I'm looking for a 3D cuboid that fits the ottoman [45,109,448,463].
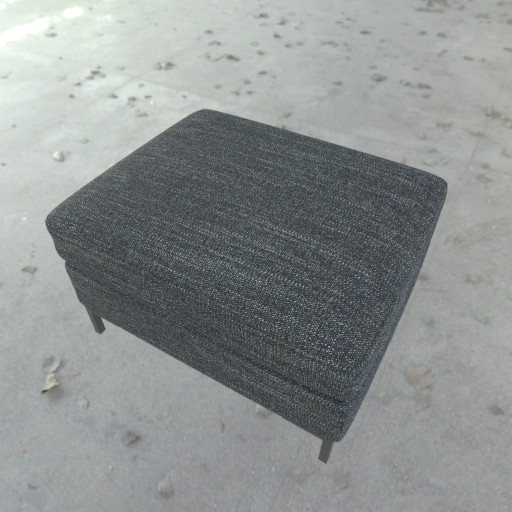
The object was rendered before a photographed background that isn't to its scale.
[{"bbox_3d":[0.000,0.000,1.223,0.814,0.491,0.667,23,49,21],"label":"ottoman"}]
